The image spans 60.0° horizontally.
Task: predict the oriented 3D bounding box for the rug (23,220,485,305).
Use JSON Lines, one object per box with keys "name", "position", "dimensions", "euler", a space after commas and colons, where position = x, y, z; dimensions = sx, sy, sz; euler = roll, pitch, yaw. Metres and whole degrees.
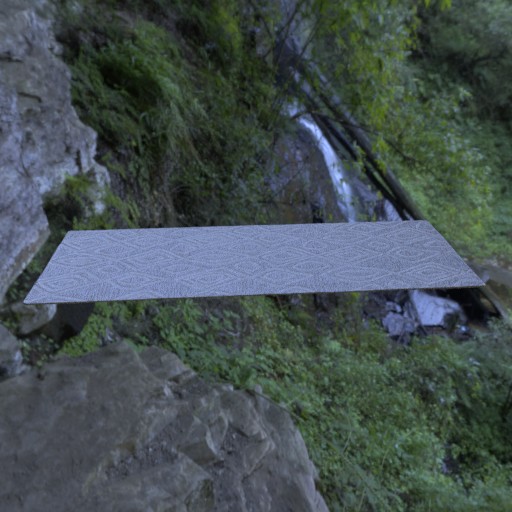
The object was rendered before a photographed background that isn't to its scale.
{"name": "rug", "position": [0.000, 0.000, 2.653], "dimensions": [2.436, 0.013, 0.807], "euler": [-2, 31, -3]}
